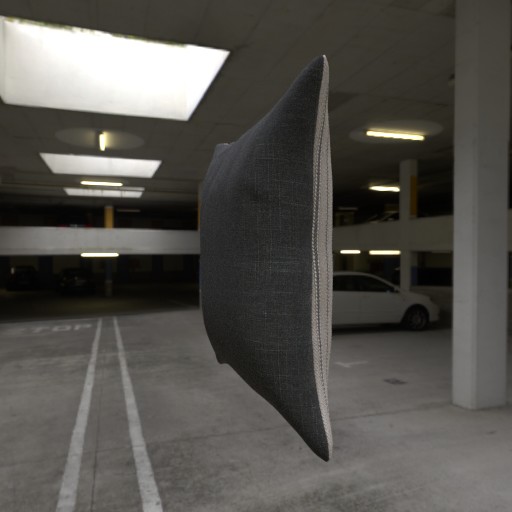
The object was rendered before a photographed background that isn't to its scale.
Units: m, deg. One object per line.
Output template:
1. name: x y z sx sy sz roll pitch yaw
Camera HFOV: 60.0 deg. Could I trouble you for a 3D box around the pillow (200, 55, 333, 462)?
1. pillow: 0.000 0.000 0.688 0.138 0.444 0.468 0 1 -19
